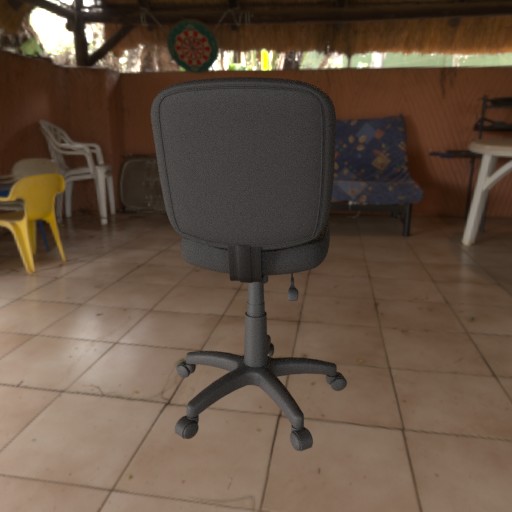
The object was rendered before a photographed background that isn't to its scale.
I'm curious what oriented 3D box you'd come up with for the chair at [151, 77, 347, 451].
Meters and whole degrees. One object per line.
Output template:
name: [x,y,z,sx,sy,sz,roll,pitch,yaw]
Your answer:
chair: [0.000,0.000,1.372,0.610,0.972,0.610,2,16,9]
